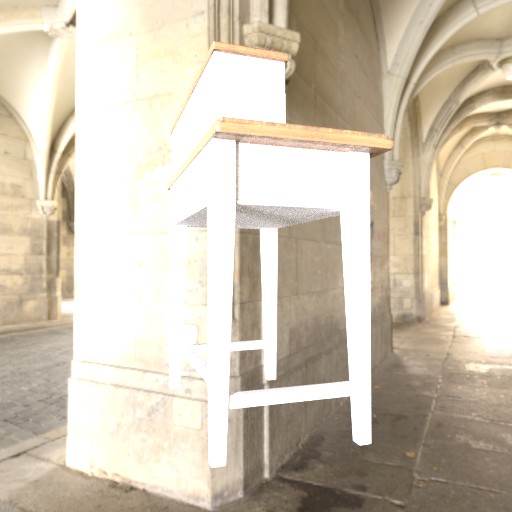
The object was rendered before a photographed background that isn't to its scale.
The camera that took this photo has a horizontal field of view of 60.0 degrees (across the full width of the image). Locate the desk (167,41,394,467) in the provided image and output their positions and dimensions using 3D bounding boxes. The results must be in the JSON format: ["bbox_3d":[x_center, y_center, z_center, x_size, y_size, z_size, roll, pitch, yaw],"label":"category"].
[{"bbox_3d":[0.000,0.000,1.429,0.462,0.981,0.814,0,-1,-19],"label":"desk"}]
